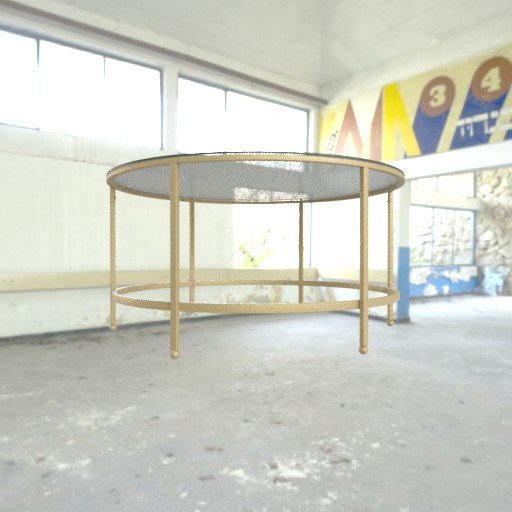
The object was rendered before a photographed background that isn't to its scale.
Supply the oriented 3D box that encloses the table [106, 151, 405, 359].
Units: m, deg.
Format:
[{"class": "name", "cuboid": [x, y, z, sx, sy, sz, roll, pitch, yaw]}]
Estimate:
[{"class": "table", "cuboid": [0.000, 0.000, 1.430, 0.914, 0.470, 0.914, 0, 0, 0]}]
